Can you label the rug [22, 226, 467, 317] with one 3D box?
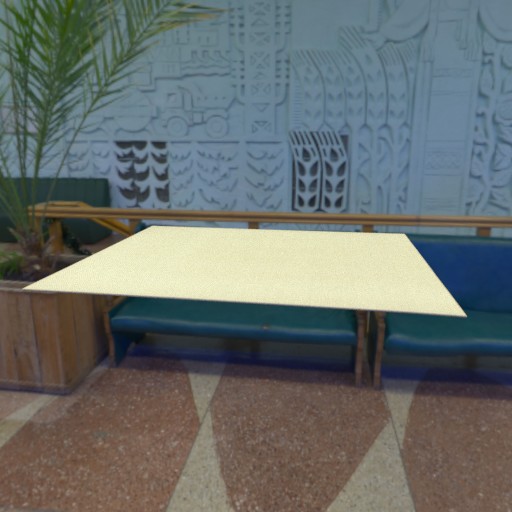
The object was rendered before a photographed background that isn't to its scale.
[{"bbox_3d":[0.000,0.000,4.126,3.039,0.018,2.462,2,15,9],"label":"rug"}]
